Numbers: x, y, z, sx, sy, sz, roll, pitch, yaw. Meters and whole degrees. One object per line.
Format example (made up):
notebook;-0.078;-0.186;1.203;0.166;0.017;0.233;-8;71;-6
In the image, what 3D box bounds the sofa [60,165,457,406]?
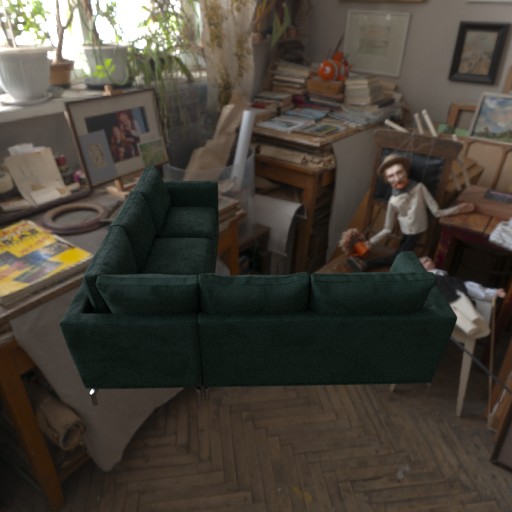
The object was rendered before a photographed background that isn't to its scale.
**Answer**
sofa;0.000;0.000;3.894;2.468;1.004;2.452;-1;30;-1
